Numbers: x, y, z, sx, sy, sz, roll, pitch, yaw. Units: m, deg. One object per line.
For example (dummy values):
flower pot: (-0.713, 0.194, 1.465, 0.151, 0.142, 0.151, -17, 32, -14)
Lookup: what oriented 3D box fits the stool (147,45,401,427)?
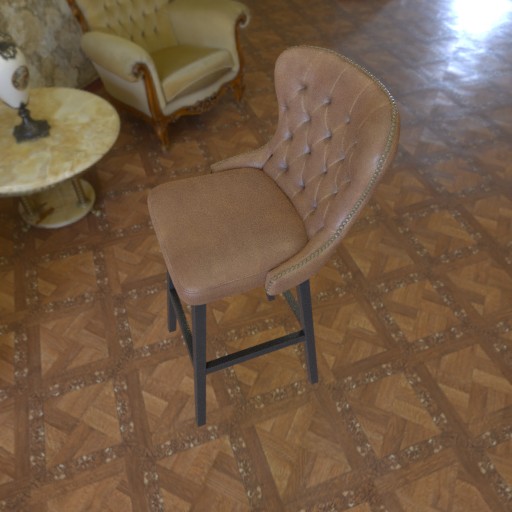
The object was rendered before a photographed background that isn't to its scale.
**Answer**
stool: (0.000, 0.000, 1.355, 0.601, 1.050, 0.528, -16, 49, -14)
